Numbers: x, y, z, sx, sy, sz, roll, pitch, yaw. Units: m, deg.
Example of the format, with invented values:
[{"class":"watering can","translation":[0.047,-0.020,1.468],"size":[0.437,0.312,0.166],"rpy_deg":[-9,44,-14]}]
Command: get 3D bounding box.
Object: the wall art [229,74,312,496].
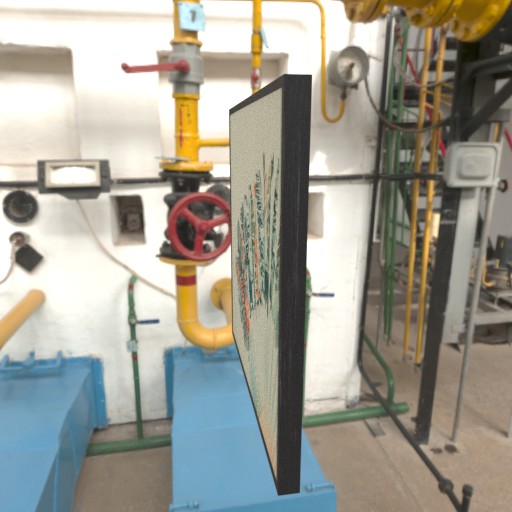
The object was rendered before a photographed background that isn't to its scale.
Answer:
[{"class":"wall art","translation":[0.000,0.000,1.126],"size":[0.043,0.758,0.762],"rpy_deg":[-2,15,-9]}]
